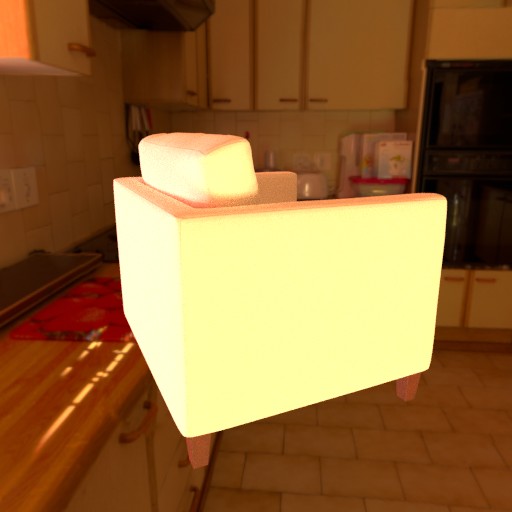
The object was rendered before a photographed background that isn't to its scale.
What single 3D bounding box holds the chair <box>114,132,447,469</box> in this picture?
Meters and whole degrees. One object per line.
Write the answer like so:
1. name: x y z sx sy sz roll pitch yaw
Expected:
1. chair: 0.000 0.000 1.650 0.878 0.885 1.019 -7 17 -24
